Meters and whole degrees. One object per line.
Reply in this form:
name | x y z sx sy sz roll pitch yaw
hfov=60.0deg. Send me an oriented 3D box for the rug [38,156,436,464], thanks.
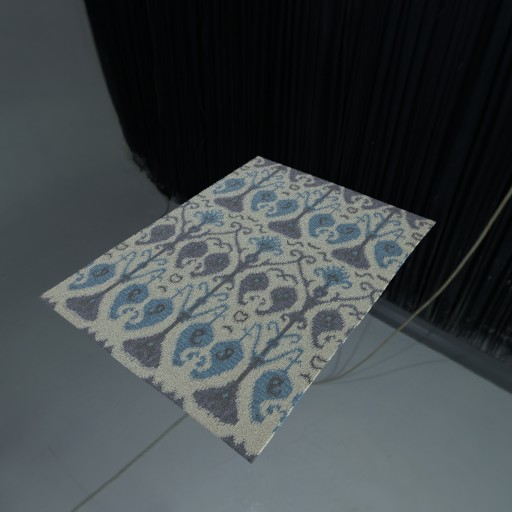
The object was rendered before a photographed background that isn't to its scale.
rug | 0.000 0.000 3.025 1.676 0.013 2.261 27 48 27
